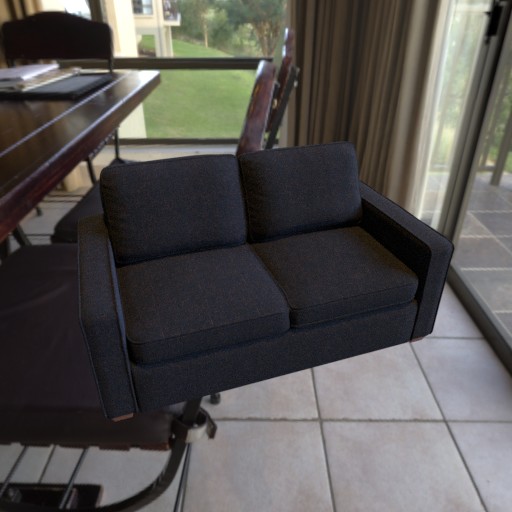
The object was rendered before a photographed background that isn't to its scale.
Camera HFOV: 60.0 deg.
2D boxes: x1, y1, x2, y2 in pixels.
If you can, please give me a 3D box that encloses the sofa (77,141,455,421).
[{"bbox_3d":[0.000,0.000,2.293,1.709,0.918,0.947,-10,32,-16],"label":"sofa"}]
